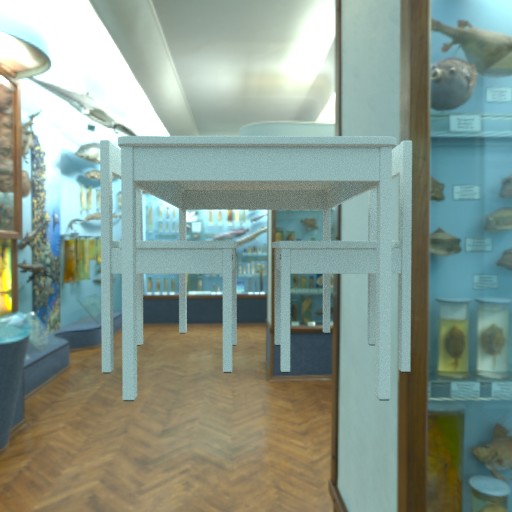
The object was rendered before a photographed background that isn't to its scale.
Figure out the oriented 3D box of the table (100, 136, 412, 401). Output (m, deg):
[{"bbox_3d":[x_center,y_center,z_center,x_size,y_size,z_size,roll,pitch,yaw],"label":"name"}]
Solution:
[{"bbox_3d":[0.000,0.000,1.097,0.672,0.503,0.650,0,1,0],"label":"table"}]
